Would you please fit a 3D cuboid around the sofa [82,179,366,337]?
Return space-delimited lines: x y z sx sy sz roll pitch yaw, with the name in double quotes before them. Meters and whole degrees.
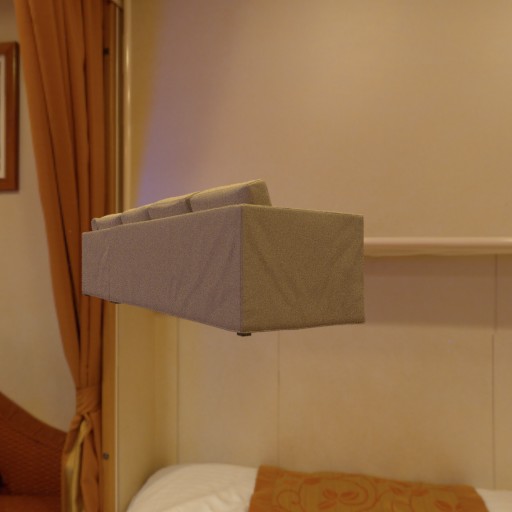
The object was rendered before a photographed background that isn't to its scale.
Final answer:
"sofa" 0.000 0.000 4.226 2.432 0.871 3.182 0 0 -35
